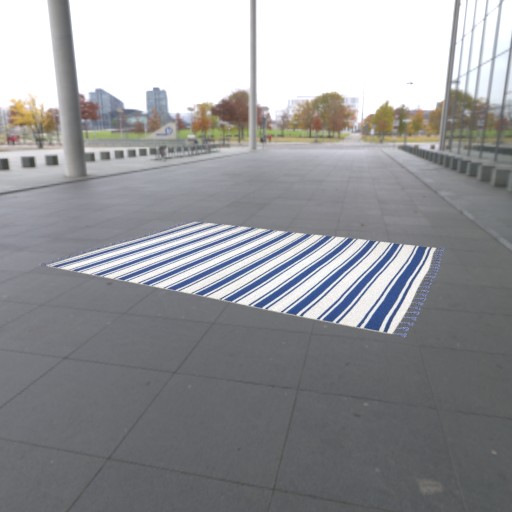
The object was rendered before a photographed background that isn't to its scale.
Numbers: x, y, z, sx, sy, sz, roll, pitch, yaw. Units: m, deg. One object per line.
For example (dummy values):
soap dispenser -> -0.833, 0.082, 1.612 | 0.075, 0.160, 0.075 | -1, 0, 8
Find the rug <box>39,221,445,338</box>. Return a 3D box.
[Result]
rug -> 0.000, 0.000, 4.517 | 3.416, 0.016, 2.471 | 8, 17, 27
